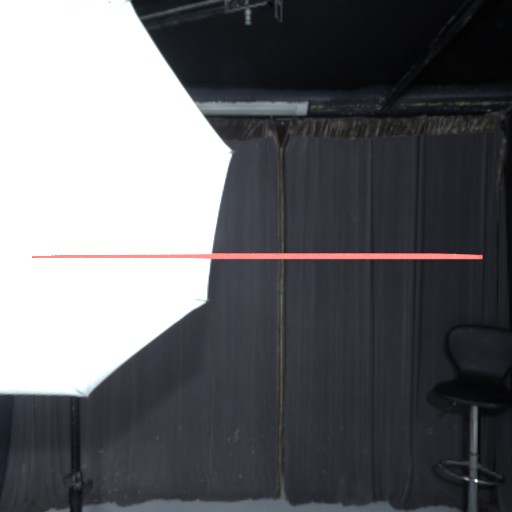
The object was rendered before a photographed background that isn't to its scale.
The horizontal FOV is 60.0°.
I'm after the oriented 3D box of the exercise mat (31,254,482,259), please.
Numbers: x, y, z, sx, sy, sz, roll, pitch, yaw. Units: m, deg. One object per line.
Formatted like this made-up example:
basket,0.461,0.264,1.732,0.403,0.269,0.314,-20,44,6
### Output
exercise mat,0.000,0.000,2.084,1.869,0.021,0.616,0,0,1
